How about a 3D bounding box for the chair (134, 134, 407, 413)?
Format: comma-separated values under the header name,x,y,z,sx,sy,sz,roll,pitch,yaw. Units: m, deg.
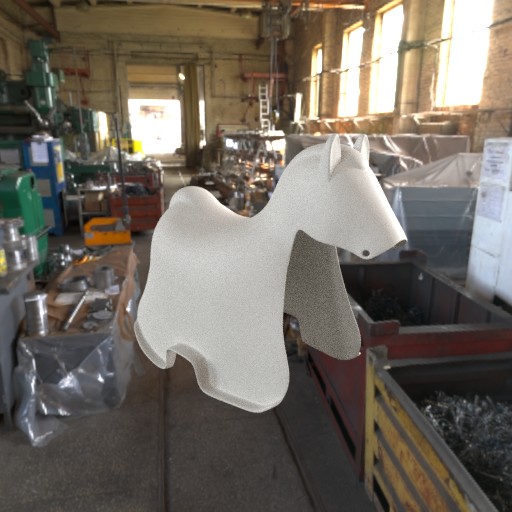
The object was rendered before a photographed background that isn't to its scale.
name,x,y,z,sx,sy,sz,roll,pitch,yaw
chair,0.000,0.000,1.152,0.429,0.612,0.800,-15,21,-43
